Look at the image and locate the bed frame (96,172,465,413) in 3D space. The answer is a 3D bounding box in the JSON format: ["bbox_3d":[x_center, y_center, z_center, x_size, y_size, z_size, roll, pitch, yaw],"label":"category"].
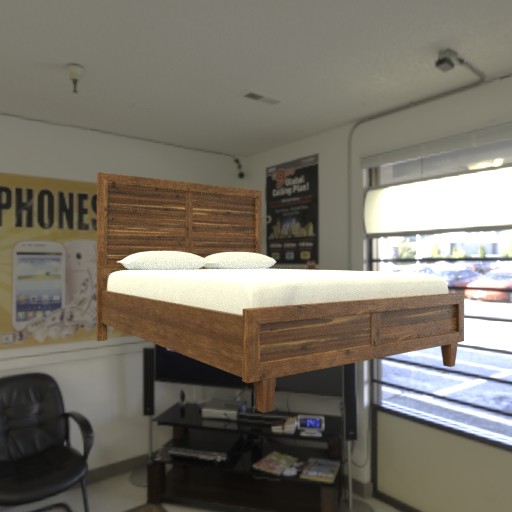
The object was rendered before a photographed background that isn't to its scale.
[{"bbox_3d":[0.000,0.000,3.311,1.696,1.417,2.276,0,-1,-35],"label":"bed frame"}]
